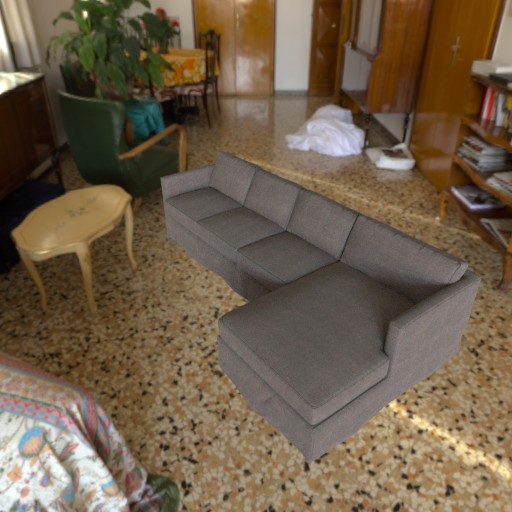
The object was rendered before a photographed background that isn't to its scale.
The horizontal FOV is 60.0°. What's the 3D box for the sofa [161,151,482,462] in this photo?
[{"bbox_3d":[0.000,0.000,3.921,1.650,0.922,3.205,-21,37,-31],"label":"sofa"}]
